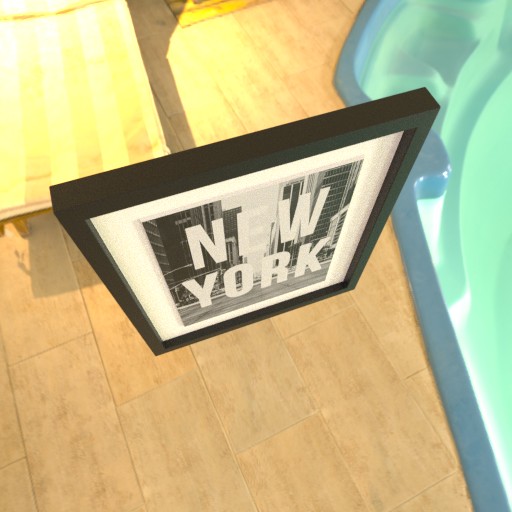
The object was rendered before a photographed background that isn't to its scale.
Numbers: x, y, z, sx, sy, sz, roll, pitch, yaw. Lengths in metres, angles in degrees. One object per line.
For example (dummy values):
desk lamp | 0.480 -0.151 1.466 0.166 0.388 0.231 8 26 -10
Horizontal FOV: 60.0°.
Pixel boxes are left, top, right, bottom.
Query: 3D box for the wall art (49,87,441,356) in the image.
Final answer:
wall art | 0.000 0.000 0.527 0.328 0.381 0.028 -17 63 -9
